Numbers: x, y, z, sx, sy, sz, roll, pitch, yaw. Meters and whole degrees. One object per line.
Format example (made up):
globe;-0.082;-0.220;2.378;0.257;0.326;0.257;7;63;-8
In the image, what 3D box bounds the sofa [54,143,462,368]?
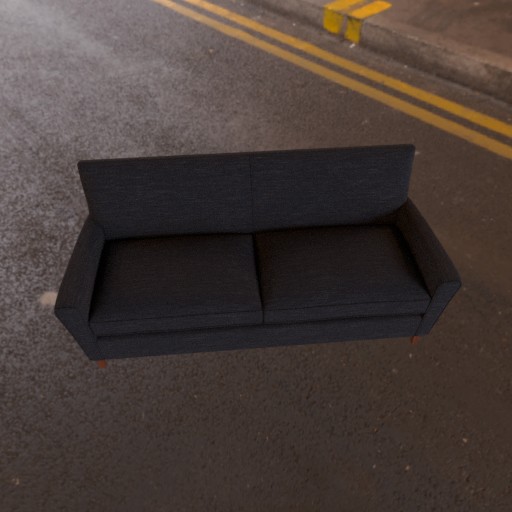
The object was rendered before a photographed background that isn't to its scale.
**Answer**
sofa;0.000;0.000;2.529;1.976;0.846;0.875;-4;48;-3
